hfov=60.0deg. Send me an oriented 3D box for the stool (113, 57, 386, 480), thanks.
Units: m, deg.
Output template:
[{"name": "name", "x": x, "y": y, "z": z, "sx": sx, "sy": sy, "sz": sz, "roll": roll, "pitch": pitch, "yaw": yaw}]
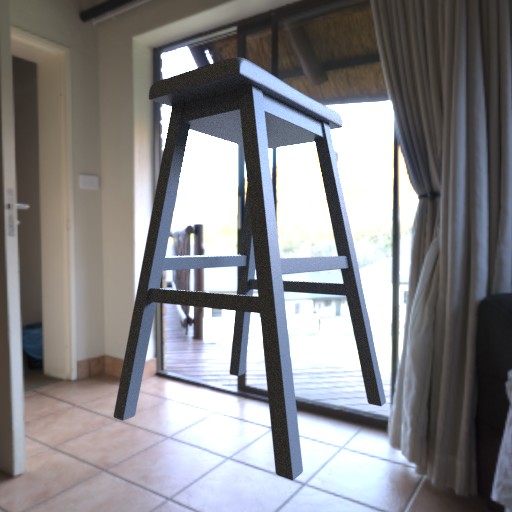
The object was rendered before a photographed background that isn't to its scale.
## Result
[{"name": "stool", "x": 0.000, "y": 0.000, "z": 1.055, "sx": 0.476, "sy": 0.737, "sz": 0.457, "roll": 1, "pitch": 1, "yaw": 35}]
